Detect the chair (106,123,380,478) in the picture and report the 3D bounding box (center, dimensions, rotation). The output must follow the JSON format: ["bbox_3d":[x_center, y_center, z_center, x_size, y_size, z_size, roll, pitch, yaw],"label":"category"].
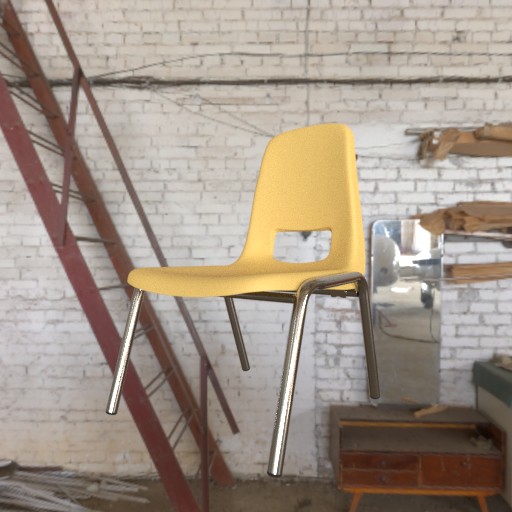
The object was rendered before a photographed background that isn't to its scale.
[{"bbox_3d":[0.000,0.000,0.788,0.354,0.536,0.385,1,1,37],"label":"chair"}]
